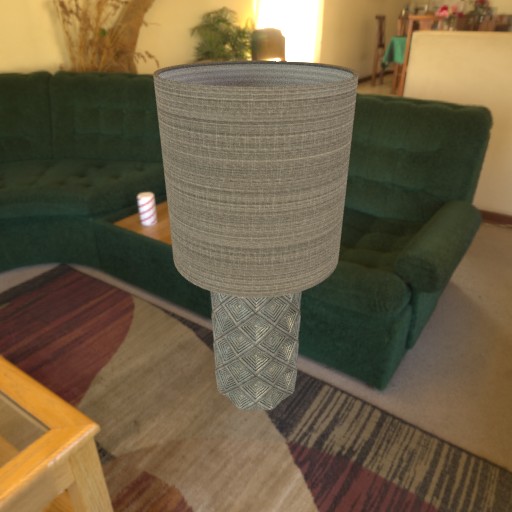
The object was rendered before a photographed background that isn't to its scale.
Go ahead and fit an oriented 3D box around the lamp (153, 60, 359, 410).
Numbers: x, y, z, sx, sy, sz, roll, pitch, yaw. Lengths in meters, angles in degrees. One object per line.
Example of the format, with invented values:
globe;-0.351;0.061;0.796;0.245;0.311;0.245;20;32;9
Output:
lamp;0.000;0.000;0.729;0.269;0.566;0.268;8;30;14
